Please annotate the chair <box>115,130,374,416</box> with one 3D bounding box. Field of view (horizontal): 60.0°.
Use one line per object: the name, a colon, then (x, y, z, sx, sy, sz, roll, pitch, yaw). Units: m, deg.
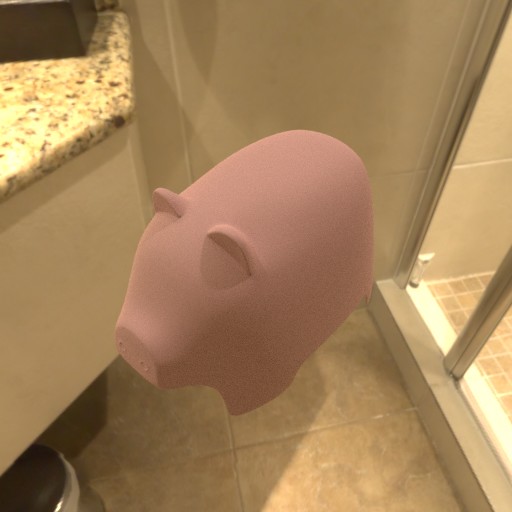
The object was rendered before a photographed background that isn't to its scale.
chair: (0.000, 0.000, 0.881, 0.364, 0.423, 0.619, 32, 54, 27)
